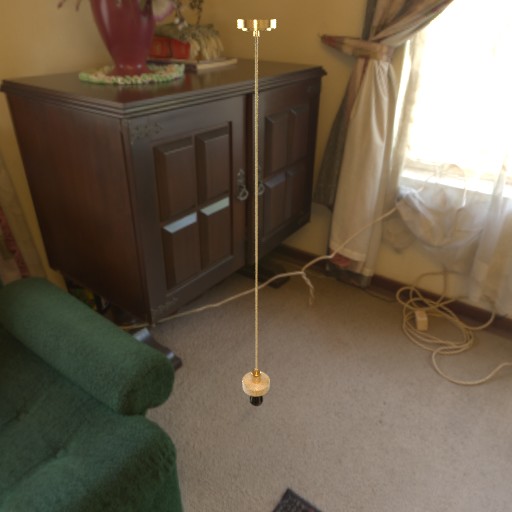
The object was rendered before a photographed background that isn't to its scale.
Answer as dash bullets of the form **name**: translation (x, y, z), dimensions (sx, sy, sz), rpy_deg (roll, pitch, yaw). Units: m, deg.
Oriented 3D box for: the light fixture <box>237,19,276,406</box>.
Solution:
- **light fixture**: translation (0.000, 0.000, 1.773), dimensions (0.129, 1.669, 0.129), rpy_deg (10, 31, 17)
